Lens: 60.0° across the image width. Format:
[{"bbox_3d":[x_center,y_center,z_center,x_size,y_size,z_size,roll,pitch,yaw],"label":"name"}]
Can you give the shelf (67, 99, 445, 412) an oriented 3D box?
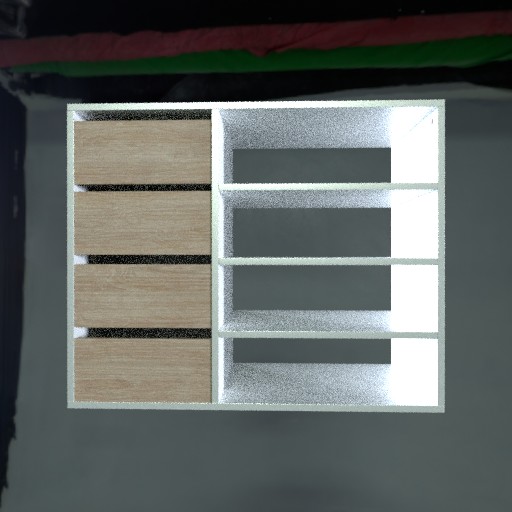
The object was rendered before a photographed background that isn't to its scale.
[{"bbox_3d":[0.000,0.000,1.248,0.895,0.732,0.396,0,0,2],"label":"shelf"}]
